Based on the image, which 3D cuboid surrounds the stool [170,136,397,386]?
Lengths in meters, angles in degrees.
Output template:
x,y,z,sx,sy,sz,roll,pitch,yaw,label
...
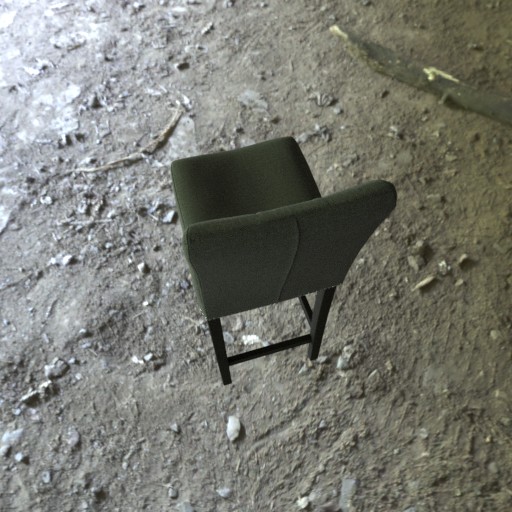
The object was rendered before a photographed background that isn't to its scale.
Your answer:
x,y,z,sx,sy,sz,roll,pitch,yaw,label
0.000,0.000,1.347,0.411,1.047,0.548,-14,60,-9,stool
